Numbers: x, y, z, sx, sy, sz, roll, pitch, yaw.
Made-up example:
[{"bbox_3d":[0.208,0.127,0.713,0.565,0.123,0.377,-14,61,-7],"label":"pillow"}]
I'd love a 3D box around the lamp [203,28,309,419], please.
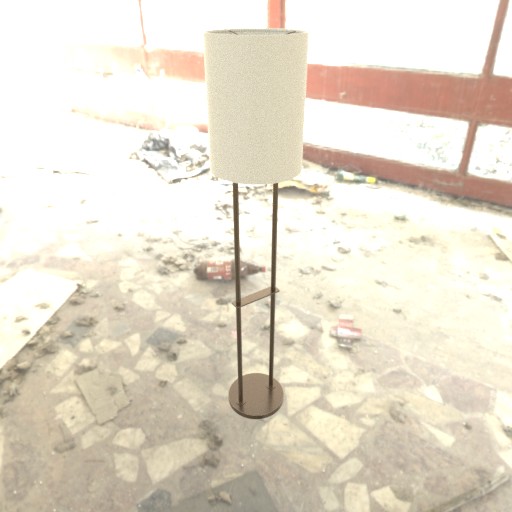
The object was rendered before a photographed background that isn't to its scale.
[{"bbox_3d":[0.000,0.000,1.655,0.306,1.500,0.305,-19,35,-29],"label":"lamp"}]
